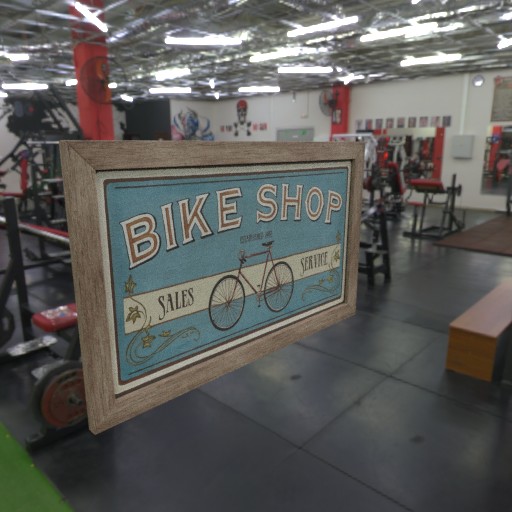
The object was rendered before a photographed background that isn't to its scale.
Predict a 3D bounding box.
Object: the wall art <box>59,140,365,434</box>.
[{"bbox_3d":[0.000,0.000,0.958,0.780,0.480,0.021,-14,20,-43],"label":"wall art"}]
